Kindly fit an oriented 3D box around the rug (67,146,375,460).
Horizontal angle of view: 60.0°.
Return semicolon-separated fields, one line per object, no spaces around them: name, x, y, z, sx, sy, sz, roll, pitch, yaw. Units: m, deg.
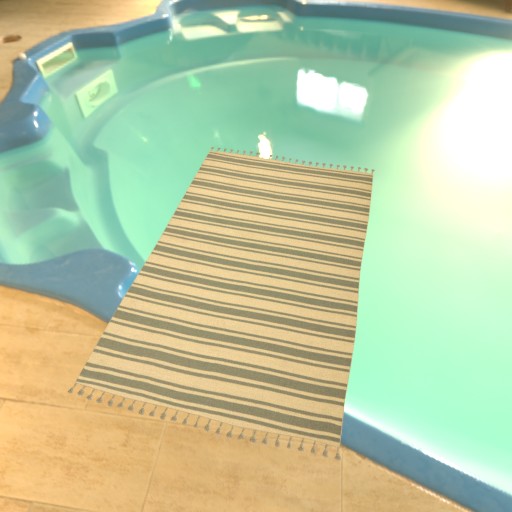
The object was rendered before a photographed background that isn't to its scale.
rug;0.000;0.000;2.567;1.222;0.009;2.084;10;47;10
